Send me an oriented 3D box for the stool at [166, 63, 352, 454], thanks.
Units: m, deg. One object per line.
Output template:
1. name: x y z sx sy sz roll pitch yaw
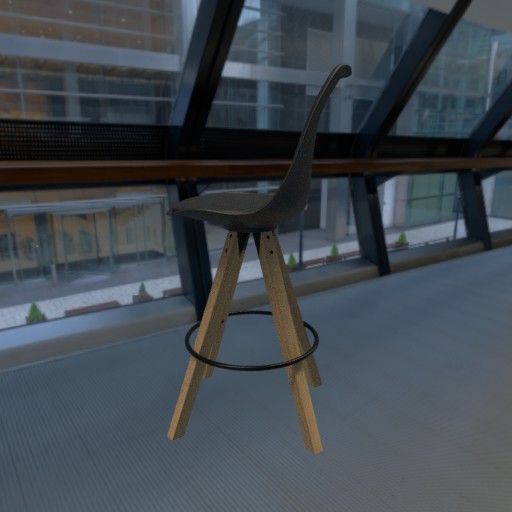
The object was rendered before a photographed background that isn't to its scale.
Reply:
1. stool: 0.000 0.000 1.433 0.550 1.115 0.485 2 14 8
